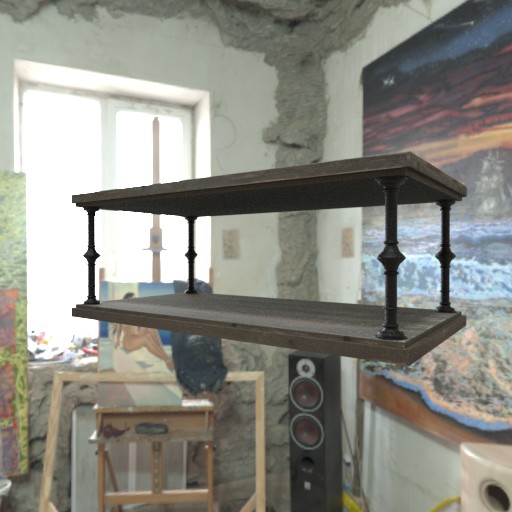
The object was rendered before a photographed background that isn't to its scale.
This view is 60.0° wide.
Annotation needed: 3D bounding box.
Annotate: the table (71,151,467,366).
[{"bbox_3d":[0.000,0.000,1.360,1.088,0.399,0.554,0,1,35],"label":"table"}]
